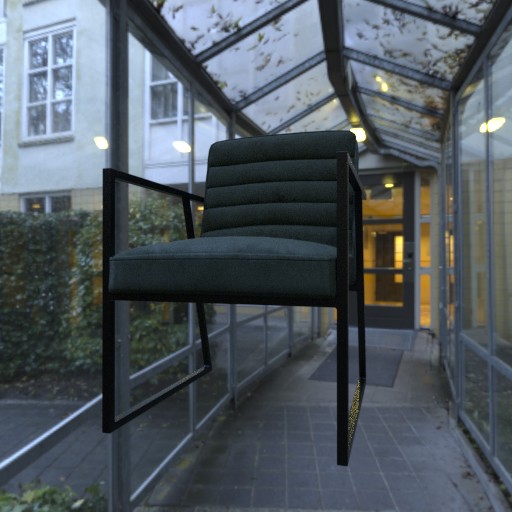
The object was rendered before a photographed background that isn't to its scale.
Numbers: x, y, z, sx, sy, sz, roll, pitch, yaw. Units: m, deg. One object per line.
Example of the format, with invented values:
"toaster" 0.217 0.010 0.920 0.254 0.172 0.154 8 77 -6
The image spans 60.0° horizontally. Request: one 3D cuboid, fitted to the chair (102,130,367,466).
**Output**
"chair" 0.000 0.000 1.250 0.571 0.833 0.677 0 0 18
